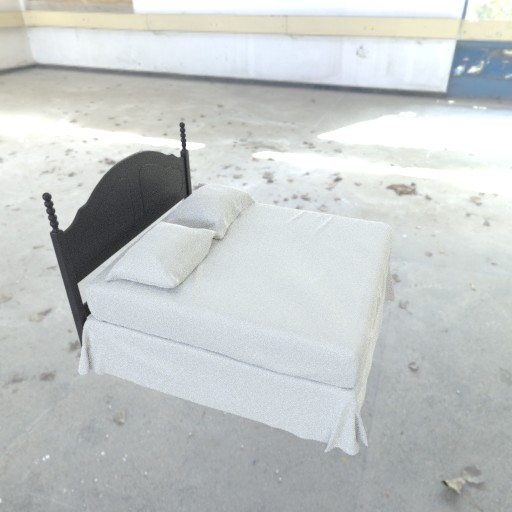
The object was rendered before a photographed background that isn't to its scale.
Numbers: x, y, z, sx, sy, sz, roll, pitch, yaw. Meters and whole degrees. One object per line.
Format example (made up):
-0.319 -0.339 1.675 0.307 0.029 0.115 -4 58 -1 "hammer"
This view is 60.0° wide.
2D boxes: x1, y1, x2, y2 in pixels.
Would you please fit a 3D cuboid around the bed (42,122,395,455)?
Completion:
0.000 0.000 3.243 2.040 1.356 1.873 11 34 18 "bed"
